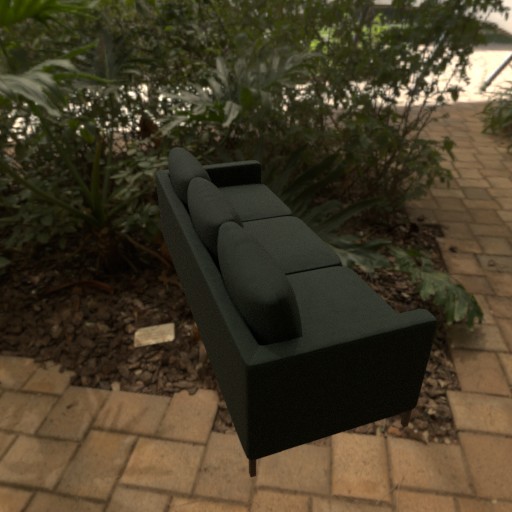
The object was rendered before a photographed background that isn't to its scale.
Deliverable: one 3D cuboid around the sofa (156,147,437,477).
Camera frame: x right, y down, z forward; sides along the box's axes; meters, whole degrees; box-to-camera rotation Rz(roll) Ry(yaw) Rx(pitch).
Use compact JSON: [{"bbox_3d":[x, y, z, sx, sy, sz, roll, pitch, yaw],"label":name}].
[{"bbox_3d":[0.000,0.000,2.701,0.859,0.870,2.218,-10,31,-17],"label":"sofa"}]
